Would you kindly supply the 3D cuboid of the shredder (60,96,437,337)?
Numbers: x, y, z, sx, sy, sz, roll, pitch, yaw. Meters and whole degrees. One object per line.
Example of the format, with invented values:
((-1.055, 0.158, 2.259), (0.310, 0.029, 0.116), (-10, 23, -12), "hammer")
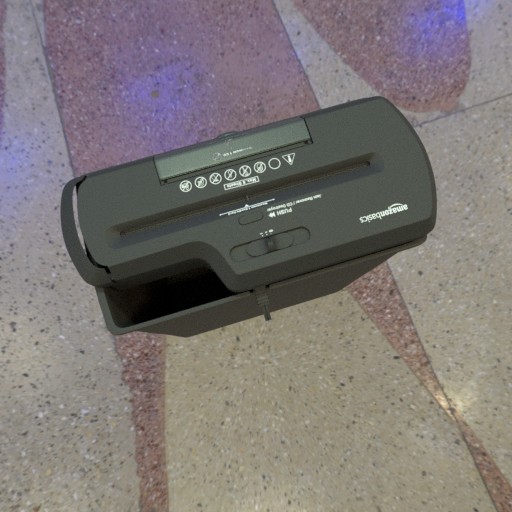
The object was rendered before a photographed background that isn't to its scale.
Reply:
((0.000, 0.000, 0.521), (0.320, 0.335, 0.170), (-16, 77, -4), "shredder")
